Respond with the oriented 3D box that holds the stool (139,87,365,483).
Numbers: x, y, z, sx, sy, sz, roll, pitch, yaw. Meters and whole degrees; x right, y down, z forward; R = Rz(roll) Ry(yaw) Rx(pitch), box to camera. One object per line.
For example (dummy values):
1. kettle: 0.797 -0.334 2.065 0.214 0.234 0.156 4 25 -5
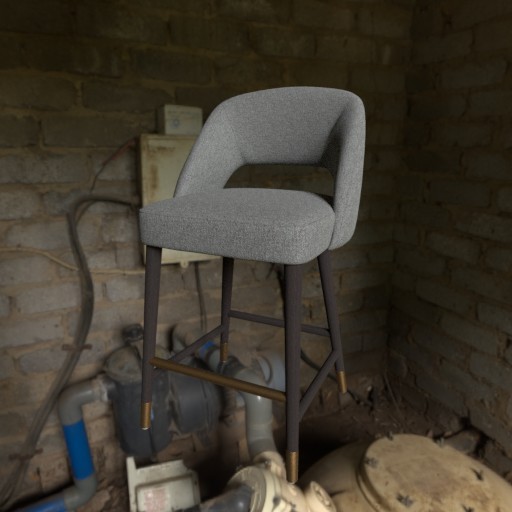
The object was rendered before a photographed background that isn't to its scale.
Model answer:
1. stool: 0.000 0.000 1.234 0.536 0.925 0.524 8 17 26
